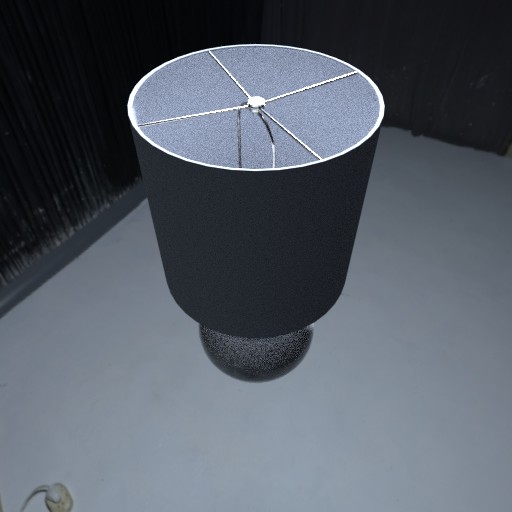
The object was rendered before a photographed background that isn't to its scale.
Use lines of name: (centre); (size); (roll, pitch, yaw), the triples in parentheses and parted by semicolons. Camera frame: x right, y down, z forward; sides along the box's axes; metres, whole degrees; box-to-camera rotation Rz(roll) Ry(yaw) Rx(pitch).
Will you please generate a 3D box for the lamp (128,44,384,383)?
lamp: (0.000, 0.000, 0.528); (0.216, 0.404, 0.216); (26, 52, 22)
